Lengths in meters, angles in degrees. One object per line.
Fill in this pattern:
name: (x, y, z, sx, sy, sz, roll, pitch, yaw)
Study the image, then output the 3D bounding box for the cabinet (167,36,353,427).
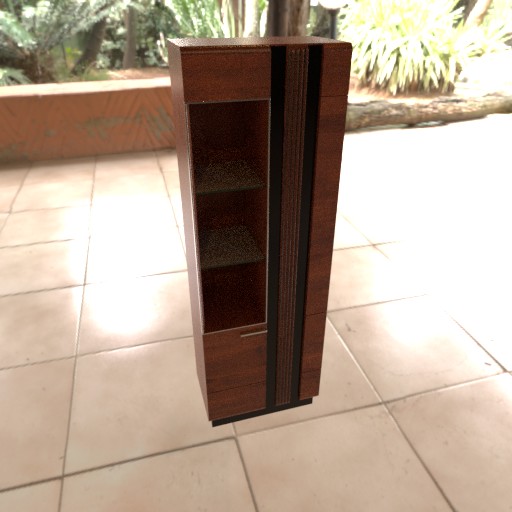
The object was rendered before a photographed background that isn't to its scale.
cabinet: (0.000, 0.000, 2.262, 0.660, 1.980, 0.420, -8, 31, -14)
